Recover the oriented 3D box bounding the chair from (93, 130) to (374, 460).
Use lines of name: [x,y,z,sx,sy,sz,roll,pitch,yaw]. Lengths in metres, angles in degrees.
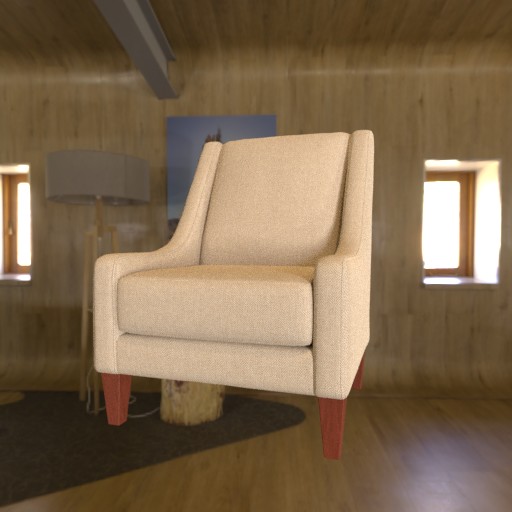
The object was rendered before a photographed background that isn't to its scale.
chair: [0.000,0.000,1.583,0.774,1.014,0.870,1,2,19]
